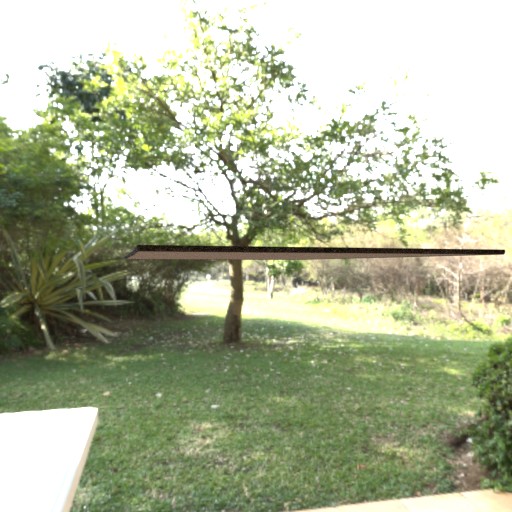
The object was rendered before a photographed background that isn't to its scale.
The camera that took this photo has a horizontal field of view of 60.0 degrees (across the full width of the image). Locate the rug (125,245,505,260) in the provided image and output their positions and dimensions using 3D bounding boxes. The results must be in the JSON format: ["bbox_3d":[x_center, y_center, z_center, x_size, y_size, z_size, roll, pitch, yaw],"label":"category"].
[{"bbox_3d":[0.000,0.000,3.251,1.802,0.026,2.699,0,-1,-17],"label":"rug"}]
